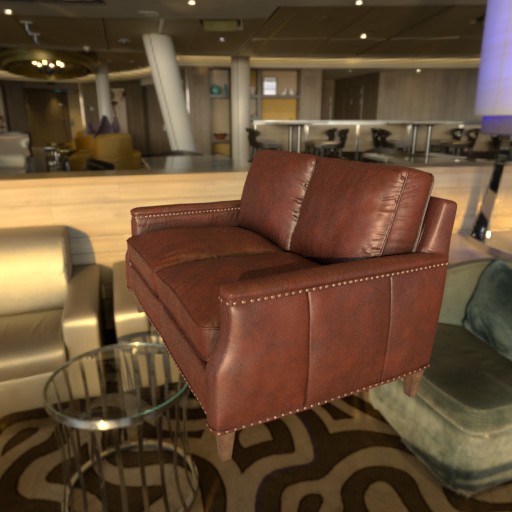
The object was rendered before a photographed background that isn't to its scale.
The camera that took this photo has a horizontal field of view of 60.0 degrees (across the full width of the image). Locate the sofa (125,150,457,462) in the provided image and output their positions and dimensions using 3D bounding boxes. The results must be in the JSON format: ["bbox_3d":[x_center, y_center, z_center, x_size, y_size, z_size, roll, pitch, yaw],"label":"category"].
[{"bbox_3d":[0.000,0.000,2.279,1.083,1.003,1.628,-8,18,-25],"label":"sofa"}]
